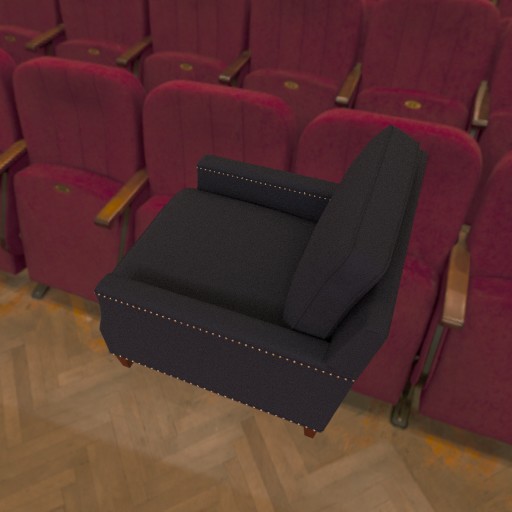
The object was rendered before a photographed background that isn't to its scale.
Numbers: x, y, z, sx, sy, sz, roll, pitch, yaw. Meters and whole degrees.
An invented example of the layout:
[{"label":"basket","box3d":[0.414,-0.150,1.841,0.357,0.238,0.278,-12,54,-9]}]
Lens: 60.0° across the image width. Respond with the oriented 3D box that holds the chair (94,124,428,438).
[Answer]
[{"label":"chair","box3d":[0.000,0.000,1.699,1.014,0.943,0.853,16,49,14]}]
